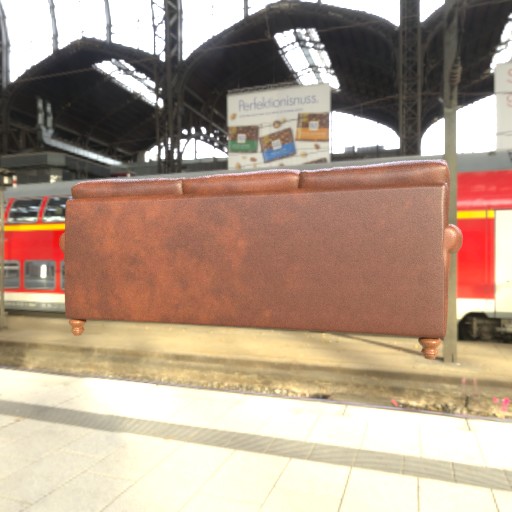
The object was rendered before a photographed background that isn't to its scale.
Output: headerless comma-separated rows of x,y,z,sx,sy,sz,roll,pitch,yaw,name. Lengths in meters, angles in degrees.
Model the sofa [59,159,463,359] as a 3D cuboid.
0.000,0.000,2.816,2.351,0.977,0.973,0,0,18,sofa
